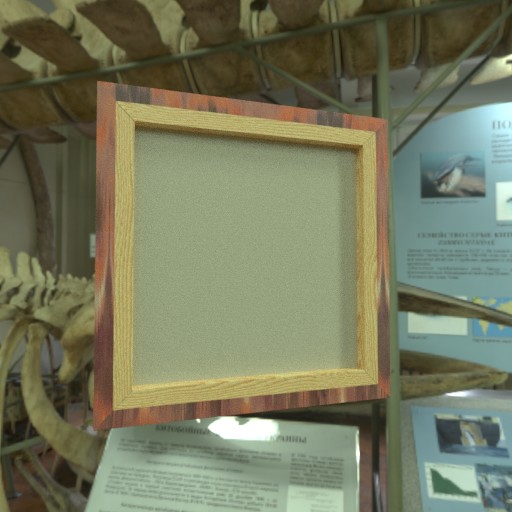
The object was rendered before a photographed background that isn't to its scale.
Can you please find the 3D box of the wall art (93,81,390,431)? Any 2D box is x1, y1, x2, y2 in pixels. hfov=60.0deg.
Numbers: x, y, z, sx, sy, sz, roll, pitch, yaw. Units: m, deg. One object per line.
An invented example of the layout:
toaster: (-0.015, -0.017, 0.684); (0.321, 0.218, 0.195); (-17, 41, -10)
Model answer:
wall art: (0.000, 0.000, 0.886); (0.603, 0.609, 0.037); (1, -2, -19)
